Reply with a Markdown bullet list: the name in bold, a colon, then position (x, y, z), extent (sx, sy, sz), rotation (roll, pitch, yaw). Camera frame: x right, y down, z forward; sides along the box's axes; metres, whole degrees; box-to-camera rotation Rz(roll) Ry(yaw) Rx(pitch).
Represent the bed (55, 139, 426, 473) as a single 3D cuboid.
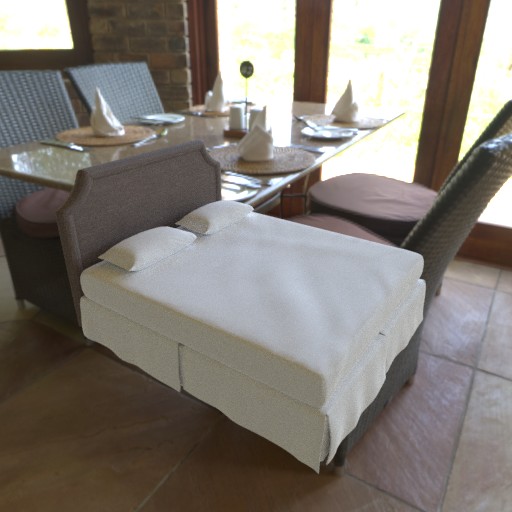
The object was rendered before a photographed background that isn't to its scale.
- **bed**: position (0.000, 0.000, 4.176), extent (2.773, 1.590, 2.350), rotation (17, 31, 31)
